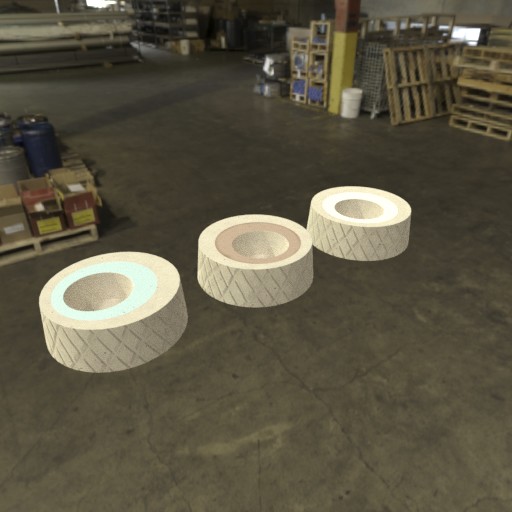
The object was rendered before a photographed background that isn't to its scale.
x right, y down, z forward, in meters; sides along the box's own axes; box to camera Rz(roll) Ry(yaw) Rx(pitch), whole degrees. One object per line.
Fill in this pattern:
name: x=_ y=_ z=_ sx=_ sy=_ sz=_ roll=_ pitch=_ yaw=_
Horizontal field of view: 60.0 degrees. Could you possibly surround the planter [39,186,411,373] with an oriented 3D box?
planter: x=0.000 y=0.000 z=0.428 sx=0.390 sy=0.038 sz=0.114 roll=-19 pitch=36 yaw=-29
